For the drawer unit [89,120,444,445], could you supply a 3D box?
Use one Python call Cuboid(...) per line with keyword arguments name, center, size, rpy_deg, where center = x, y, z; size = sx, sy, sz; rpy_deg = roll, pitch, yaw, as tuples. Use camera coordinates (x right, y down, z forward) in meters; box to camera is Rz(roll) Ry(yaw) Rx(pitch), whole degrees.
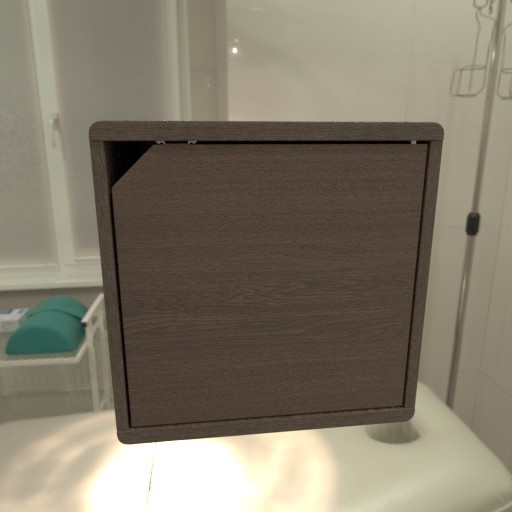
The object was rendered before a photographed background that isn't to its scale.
Cuboid(name="drawer unit", center=(0.000, 0.000, 0.603), size=(0.344, 0.344, 0.290), rpy_deg=(-2, 15, -7))
